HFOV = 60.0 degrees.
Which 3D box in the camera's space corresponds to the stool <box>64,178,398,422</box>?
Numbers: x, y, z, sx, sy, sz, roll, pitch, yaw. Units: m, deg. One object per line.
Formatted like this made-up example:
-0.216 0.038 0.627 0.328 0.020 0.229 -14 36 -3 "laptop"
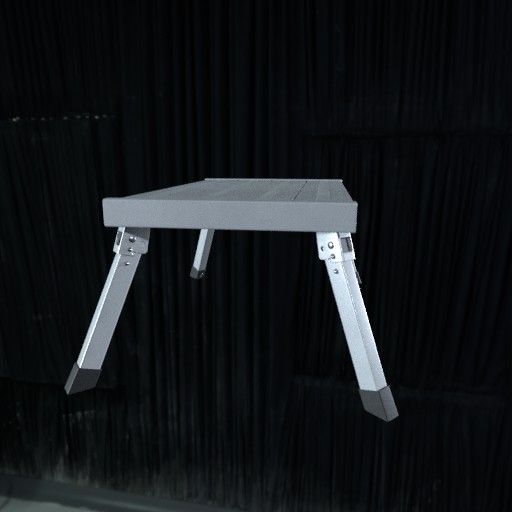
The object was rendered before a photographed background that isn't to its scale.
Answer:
0.000 0.000 0.722 0.385 0.225 0.535 2 13 8 "stool"
